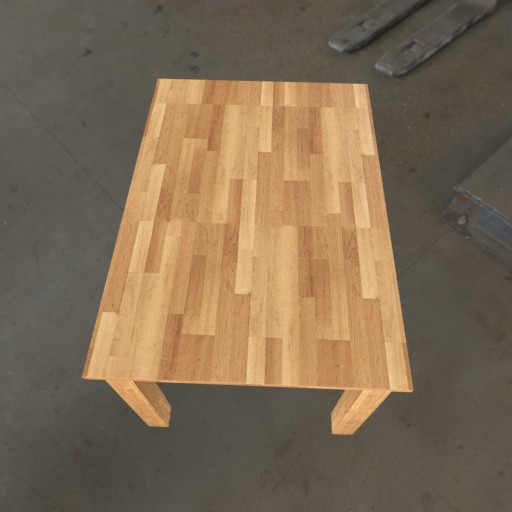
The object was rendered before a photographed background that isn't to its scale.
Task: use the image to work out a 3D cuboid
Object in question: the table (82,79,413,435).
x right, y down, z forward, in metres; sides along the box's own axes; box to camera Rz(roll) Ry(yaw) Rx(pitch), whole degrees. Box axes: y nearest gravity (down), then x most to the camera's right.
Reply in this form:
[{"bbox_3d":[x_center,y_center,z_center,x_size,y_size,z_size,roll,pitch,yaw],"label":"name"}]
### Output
[{"bbox_3d":[0.000,0.000,1.867,0.900,0.750,1.300,2,57,1],"label":"table"}]
